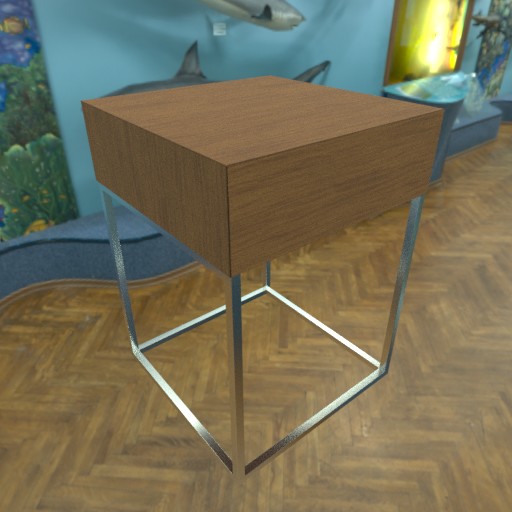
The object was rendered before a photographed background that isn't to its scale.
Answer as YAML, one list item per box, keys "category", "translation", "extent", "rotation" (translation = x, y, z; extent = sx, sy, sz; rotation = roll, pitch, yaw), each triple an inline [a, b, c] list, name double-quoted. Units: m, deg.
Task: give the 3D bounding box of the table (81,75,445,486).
- category: "table"
  translation: [0.000, 0.000, 0.818]
  extent: [0.397, 0.540, 0.398]
  rotation: [-22, 37, -33]
